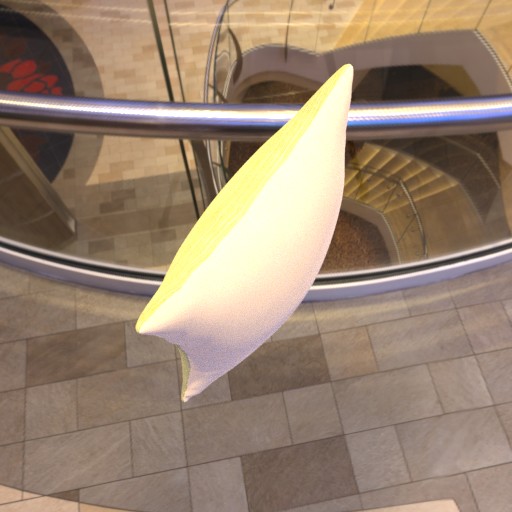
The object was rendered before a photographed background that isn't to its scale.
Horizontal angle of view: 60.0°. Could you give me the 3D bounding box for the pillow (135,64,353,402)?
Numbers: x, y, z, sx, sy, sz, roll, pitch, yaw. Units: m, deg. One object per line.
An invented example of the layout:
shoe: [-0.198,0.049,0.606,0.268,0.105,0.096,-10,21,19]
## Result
pillow: [0.000,0.000,0.833,0.229,0.487,0.560,31,68,14]
